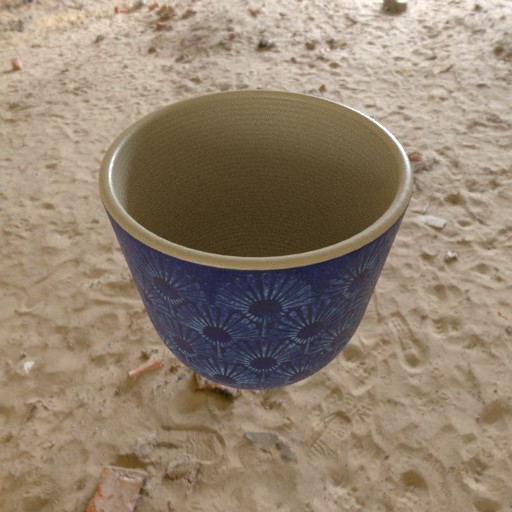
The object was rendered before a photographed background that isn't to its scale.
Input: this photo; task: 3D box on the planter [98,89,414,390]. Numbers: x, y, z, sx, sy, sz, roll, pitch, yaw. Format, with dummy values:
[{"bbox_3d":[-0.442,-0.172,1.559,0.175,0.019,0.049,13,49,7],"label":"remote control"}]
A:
[{"bbox_3d":[0.000,0.000,0.364,0.206,0.190,0.206,0,45,0],"label":"planter"}]
